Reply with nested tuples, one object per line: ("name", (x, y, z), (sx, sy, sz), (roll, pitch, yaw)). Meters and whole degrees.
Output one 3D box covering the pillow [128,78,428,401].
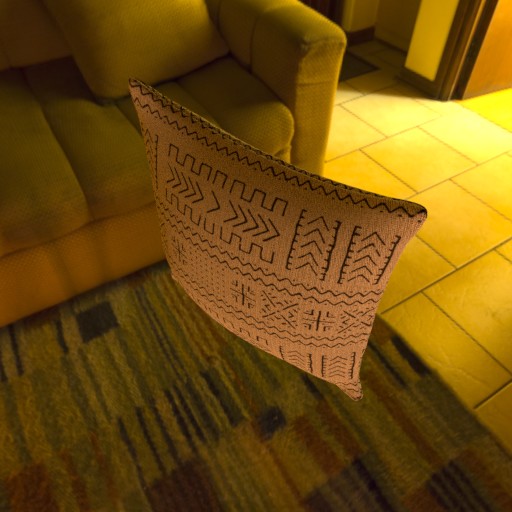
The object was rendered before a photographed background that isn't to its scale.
("pillow", (0.000, 0.000, 0.669), (0.438, 0.430, 0.164), (30, 55, 24))
